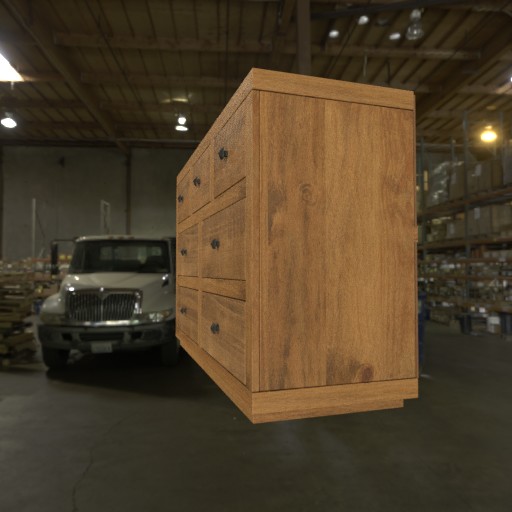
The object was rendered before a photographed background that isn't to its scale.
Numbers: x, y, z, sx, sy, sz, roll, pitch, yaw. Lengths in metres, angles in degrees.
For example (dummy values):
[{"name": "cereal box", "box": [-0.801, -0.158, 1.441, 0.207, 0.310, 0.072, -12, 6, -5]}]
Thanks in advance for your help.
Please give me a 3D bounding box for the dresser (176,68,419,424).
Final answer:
[{"name": "dresser", "box": [0.000, 0.000, 1.669, 0.479, 0.825, 1.261, 1, -2, -18]}]
